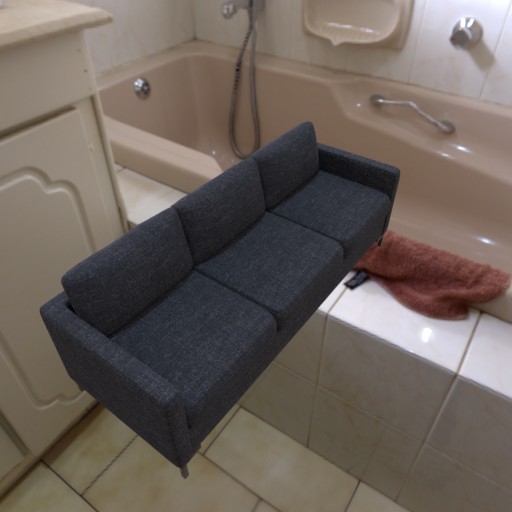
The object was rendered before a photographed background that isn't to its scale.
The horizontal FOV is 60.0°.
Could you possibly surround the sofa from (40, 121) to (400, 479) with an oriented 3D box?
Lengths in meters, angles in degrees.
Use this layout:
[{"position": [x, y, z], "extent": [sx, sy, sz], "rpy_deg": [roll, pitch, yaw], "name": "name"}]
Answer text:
[{"position": [0.000, 0.000, 2.646], "extent": [0.859, 0.874, 2.218], "rpy_deg": [26, 47, 27], "name": "sofa"}]
